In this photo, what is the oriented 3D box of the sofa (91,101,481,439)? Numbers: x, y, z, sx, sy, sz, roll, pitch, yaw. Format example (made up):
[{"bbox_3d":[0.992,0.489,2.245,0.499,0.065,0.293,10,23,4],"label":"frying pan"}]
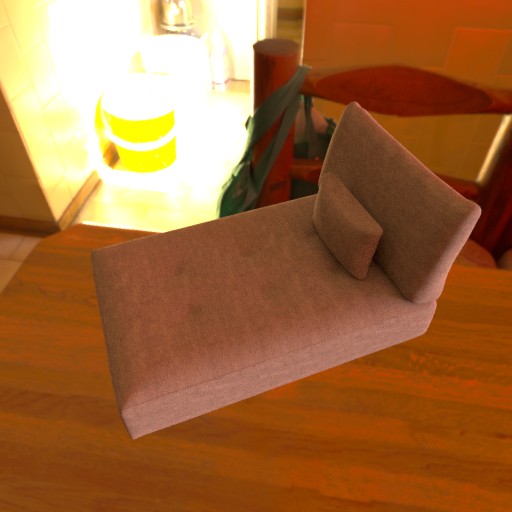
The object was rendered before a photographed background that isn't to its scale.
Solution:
[{"bbox_3d":[0.000,0.000,1.991,1.450,0.820,0.930,-15,47,-15],"label":"sofa"}]
